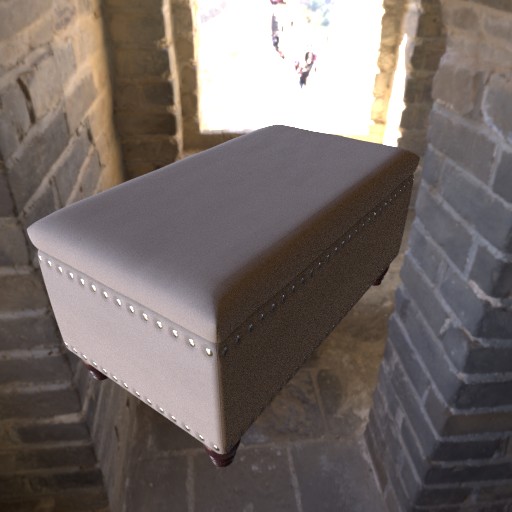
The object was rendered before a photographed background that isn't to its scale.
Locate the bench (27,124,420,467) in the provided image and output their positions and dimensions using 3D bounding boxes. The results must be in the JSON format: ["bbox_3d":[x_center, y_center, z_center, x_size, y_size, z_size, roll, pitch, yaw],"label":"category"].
[{"bbox_3d":[0.000,0.000,1.164,0.500,0.449,0.887,21,38,30],"label":"bench"}]
